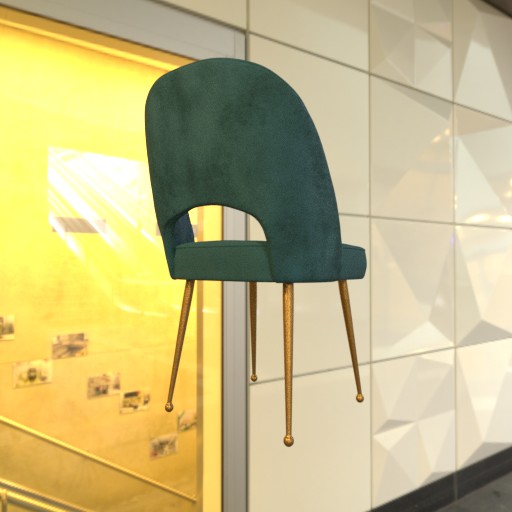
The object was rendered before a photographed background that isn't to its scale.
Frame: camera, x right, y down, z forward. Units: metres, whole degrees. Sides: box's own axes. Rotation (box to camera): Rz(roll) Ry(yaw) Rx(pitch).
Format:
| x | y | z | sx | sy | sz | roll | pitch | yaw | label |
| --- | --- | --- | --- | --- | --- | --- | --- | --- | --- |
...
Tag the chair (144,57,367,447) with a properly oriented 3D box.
| x | y | z | sx | sy | sz | roll | pitch | yaw | label |
| --- | --- | --- | --- | --- | --- | --- | --- | --- | --- |
| 0.000 | 0.000 | 1.233 | 0.527 | 0.860 | 0.577 | -1 | -1 | 36 | chair |
